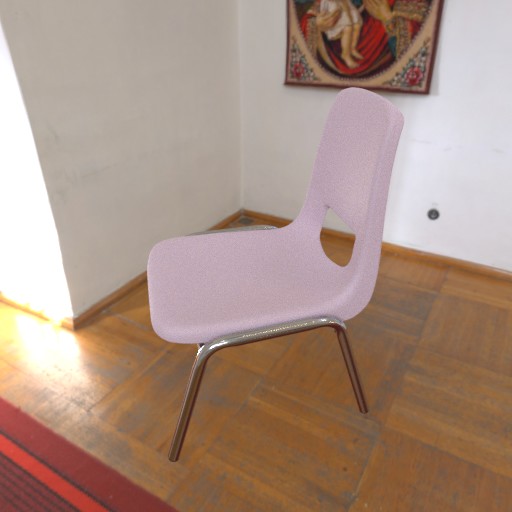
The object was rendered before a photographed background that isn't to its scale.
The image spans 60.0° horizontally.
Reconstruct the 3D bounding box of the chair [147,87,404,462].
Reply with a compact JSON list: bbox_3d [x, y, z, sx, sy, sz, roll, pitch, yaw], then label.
[{"bbox_3d":[0.000,0.000,0.780,0.385,0.536,0.354,-7,31,-12],"label":"chair"}]
